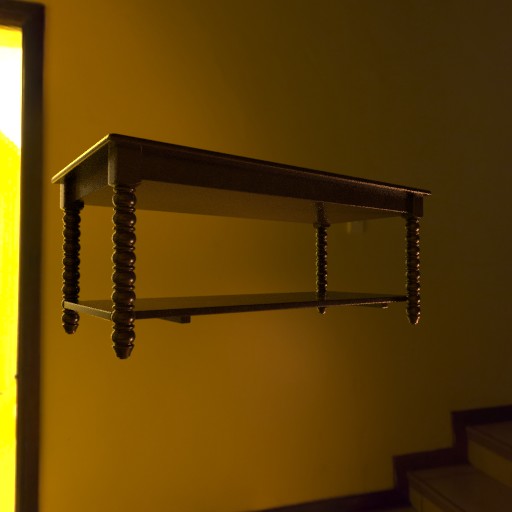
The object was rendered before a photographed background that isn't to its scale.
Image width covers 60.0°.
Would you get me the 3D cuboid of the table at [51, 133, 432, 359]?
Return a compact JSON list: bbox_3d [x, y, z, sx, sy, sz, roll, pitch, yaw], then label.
[{"bbox_3d":[0.000,0.000,1.493,1.171,0.487,0.580,1,-2,-36],"label":"table"}]
